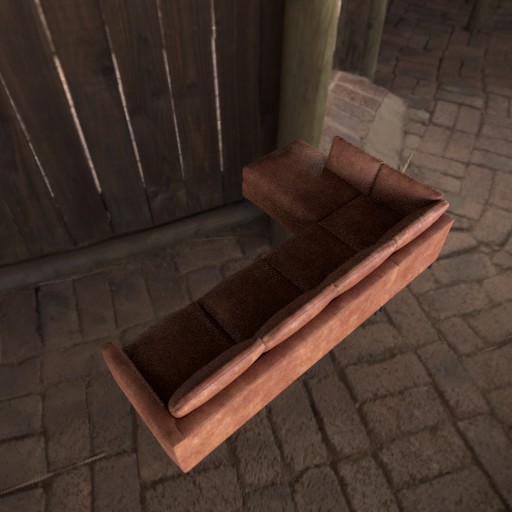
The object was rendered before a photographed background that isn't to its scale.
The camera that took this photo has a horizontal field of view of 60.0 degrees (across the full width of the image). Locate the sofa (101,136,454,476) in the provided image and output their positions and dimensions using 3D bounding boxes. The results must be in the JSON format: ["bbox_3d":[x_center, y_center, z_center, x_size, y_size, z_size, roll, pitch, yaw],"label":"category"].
[{"bbox_3d":[0.000,0.000,3.846,2.984,0.877,1.938,-33,55,-26],"label":"sofa"}]
